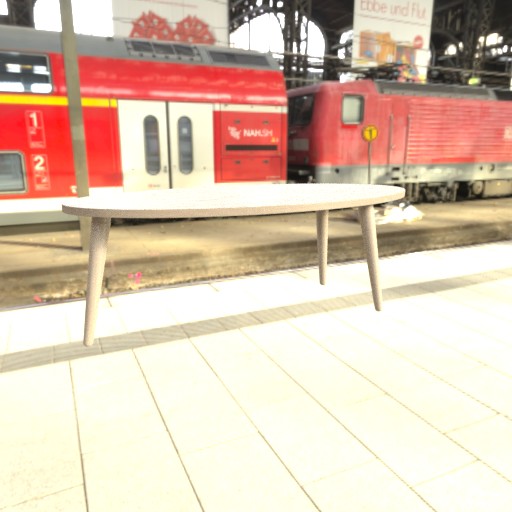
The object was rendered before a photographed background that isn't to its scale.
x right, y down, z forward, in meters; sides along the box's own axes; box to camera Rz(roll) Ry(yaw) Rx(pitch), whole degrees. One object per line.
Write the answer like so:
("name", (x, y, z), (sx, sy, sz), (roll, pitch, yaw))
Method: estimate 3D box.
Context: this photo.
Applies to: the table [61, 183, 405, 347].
("table", (0.000, 0.000, 1.384), (1.083, 0.390, 0.542), (-7, 16, -26))
